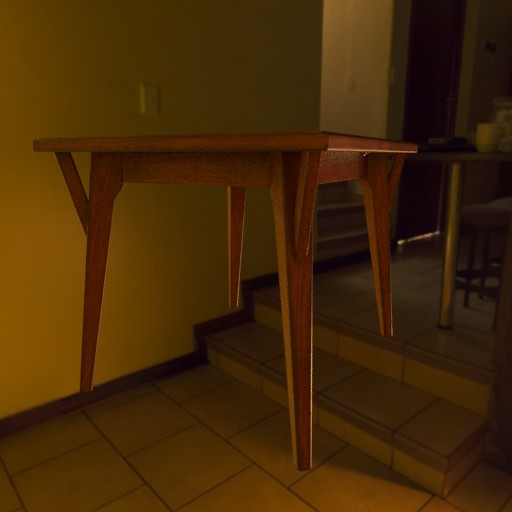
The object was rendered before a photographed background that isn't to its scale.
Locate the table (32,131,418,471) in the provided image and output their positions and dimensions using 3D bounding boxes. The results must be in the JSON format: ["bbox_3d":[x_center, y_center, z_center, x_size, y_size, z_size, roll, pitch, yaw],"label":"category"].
[{"bbox_3d":[0.000,0.000,1.510,0.838,0.761,0.991,7,15,28],"label":"table"}]
